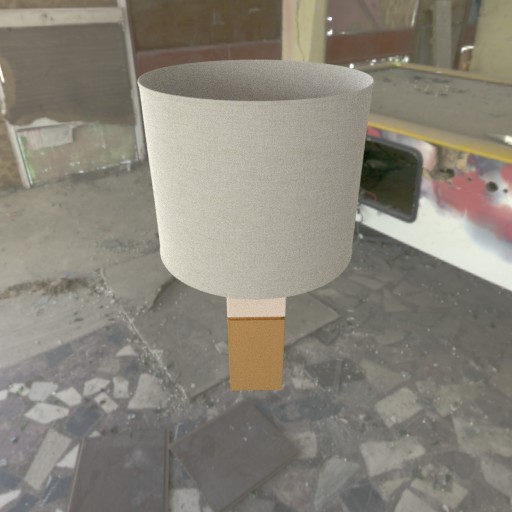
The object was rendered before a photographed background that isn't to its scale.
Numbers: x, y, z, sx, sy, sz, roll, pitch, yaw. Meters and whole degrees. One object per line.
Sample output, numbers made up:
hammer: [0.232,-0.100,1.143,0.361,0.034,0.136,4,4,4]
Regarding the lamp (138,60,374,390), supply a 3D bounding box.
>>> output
lamp: [0.000,0.000,0.547,0.229,0.417,0.229,-1,31,-1]
